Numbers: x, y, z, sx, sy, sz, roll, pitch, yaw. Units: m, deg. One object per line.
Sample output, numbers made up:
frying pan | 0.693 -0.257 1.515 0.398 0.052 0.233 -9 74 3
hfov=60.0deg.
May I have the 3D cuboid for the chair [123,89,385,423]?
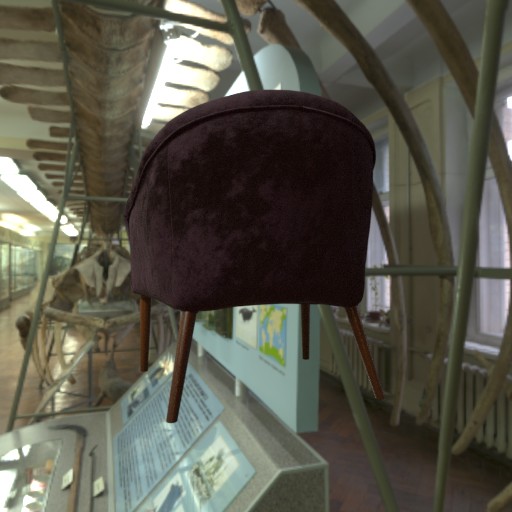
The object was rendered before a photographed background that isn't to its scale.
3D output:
chair | 0.000 0.000 1.519 0.851 0.885 0.776 0 -1 -19
